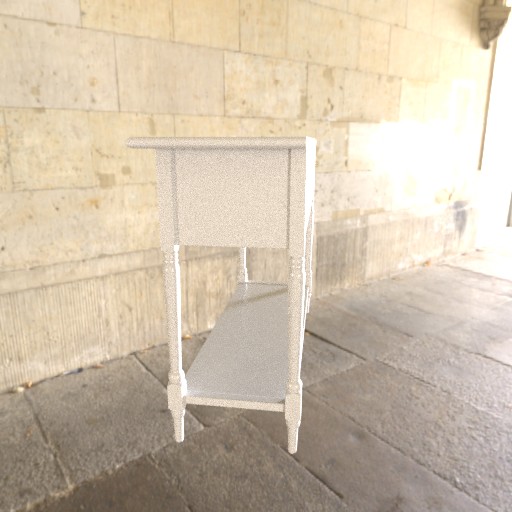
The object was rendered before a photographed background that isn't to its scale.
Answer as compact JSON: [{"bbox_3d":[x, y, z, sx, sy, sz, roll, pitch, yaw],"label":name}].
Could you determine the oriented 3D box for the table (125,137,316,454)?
[{"bbox_3d":[0.000,0.000,1.581,0.384,0.808,1.197,2,15,8],"label":"table"}]
